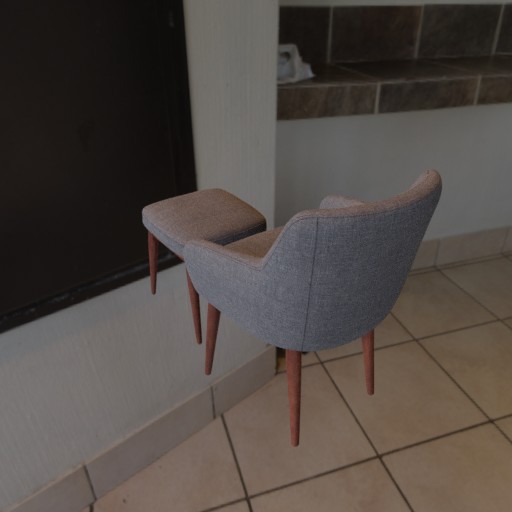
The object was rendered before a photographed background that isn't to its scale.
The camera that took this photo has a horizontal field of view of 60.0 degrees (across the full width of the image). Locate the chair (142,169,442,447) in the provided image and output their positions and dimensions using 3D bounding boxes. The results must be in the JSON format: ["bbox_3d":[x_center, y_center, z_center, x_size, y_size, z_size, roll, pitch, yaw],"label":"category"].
[{"bbox_3d":[0.000,0.000,1.514,0.584,0.799,1.107,-20,36,-31],"label":"chair"}]
